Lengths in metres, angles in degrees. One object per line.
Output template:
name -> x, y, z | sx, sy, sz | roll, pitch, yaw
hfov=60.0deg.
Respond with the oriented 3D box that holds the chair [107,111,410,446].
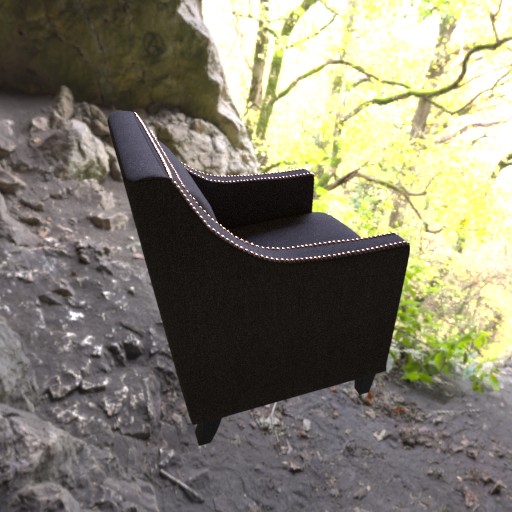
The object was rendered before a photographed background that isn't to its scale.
chair -> 0.000, 0.000, 1.657 | 0.884, 0.967, 0.776 | -10, 31, -17
